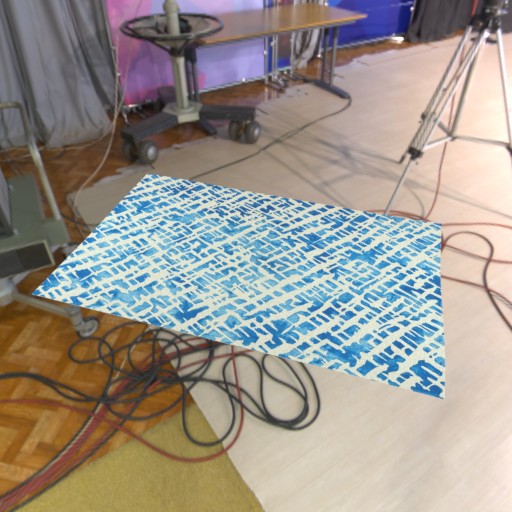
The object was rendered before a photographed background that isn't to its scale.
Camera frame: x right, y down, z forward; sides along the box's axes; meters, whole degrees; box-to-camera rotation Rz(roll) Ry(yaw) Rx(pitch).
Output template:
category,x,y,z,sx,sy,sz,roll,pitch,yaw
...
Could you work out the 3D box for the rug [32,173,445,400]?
category,x,y,z,sx,sy,sz,roll,pitch,yaw
rug,0.000,0.000,3.026,2.447,0.011,1.520,12,42,13
